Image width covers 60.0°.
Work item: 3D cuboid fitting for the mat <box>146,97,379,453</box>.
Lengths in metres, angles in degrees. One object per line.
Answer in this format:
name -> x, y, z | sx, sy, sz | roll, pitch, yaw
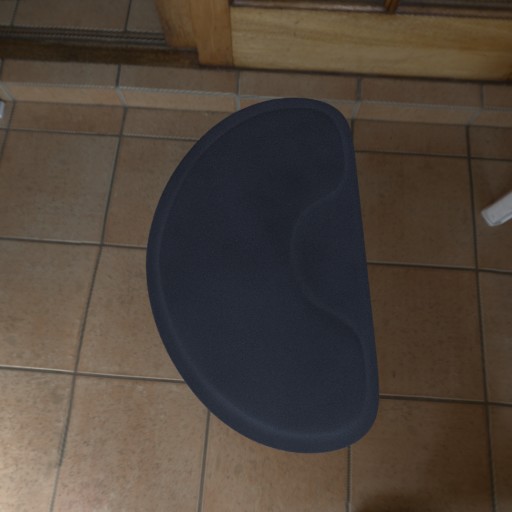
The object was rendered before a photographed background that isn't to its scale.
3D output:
mat -> 0.000, 0.000, 1.841 | 0.913, 0.013, 1.524 | -2, 73, -1
